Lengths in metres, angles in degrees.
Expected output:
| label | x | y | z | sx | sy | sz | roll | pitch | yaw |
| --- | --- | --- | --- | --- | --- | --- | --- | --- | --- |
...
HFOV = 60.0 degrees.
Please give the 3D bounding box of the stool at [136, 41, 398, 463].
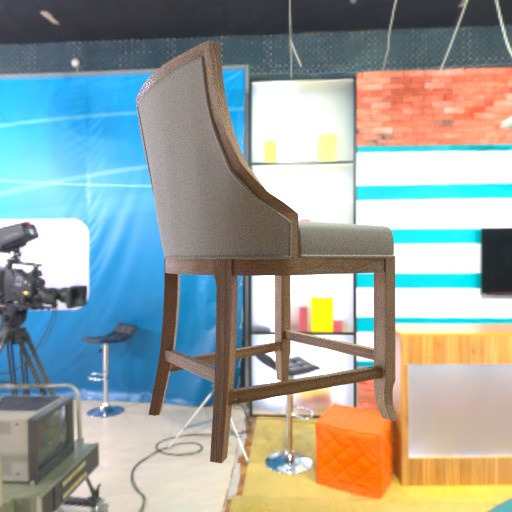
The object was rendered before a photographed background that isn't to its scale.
| label | x | y | z | sx | sy | sz | roll | pitch | yaw |
| --- | --- | --- | --- | --- | --- | --- | --- | --- | --- |
| stool | 0.000 | 0.000 | 1.297 | 0.626 | 0.938 | 0.524 | 0 | 0 | -35 |
